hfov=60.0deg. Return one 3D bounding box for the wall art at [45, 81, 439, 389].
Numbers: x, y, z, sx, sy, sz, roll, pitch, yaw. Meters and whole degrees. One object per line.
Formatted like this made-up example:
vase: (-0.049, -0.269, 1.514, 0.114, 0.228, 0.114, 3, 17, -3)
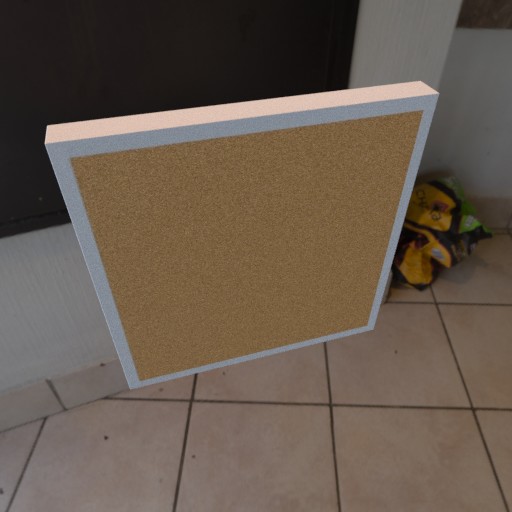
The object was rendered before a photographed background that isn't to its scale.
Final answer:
wall art: (0.000, 0.000, 0.589, 0.406, 0.406, 0.038, -11, 43, -12)
